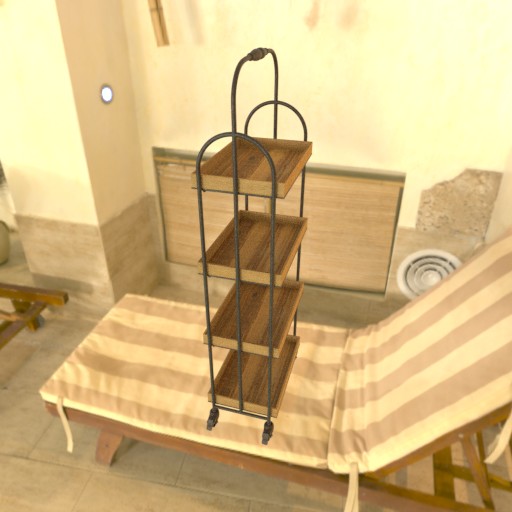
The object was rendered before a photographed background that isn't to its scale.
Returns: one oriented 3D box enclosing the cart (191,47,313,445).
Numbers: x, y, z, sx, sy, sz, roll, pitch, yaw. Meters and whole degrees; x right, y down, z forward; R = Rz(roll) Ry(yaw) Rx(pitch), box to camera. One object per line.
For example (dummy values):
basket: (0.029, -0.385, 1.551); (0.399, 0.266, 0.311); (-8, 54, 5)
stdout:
cart: (0.000, 0.000, 1.742); (0.308, 1.481, 0.581); (8, 31, 14)
